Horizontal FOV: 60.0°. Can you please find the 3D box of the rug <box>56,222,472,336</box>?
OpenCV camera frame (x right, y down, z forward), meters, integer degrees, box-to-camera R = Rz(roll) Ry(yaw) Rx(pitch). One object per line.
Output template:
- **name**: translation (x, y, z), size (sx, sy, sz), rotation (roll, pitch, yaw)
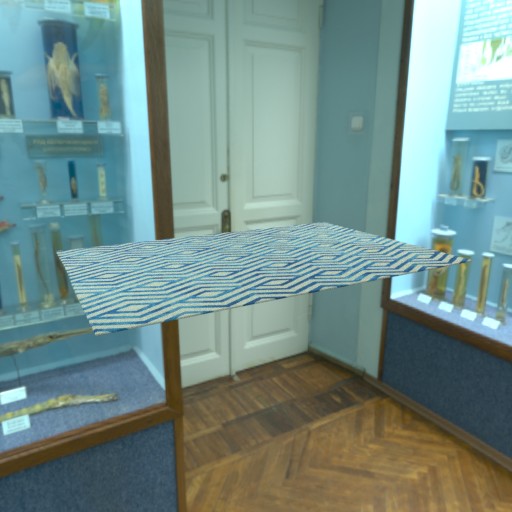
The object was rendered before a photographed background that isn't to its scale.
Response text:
- **rug**: translation (0.000, 0.000, 2.339), size (1.830, 0.008, 1.225), rotation (-8, 17, -28)
